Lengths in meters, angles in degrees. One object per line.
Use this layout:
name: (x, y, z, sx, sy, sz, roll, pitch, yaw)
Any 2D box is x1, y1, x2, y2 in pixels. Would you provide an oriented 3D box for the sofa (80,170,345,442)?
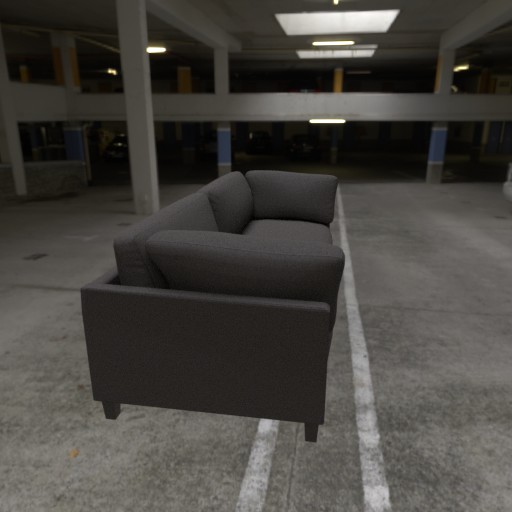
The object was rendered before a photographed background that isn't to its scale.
sofa: (0.000, 0.000, 2.688, 0.969, 0.792, 2.312, 3, 18, 9)
